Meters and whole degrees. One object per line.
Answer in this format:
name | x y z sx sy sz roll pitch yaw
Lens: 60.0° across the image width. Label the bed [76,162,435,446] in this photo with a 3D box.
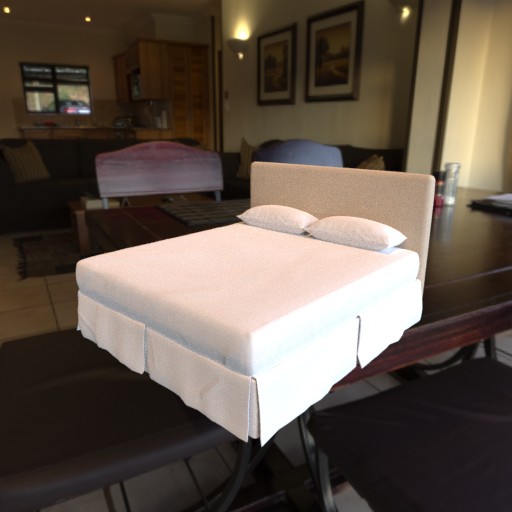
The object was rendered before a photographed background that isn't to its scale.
bed | 0.000 0.000 3.706 2.119 1.317 2.319 15 22 40
